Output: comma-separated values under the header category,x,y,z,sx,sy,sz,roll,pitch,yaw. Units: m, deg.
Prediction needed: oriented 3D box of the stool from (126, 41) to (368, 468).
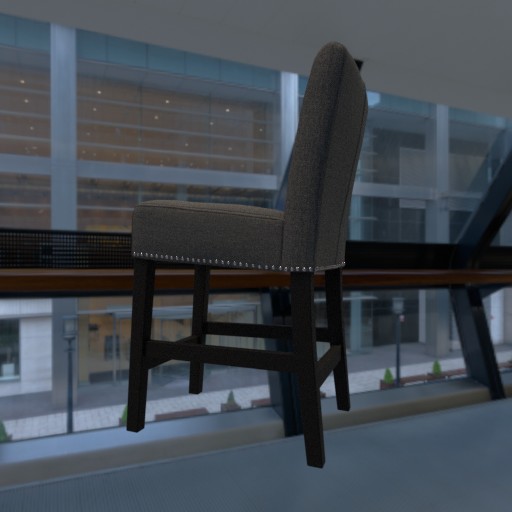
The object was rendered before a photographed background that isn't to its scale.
category,x,y,z,sx,sy,sz,roll,pitch,yaw
stool,0.000,0.000,1.178,0.571,0.885,0.427,0,0,20
